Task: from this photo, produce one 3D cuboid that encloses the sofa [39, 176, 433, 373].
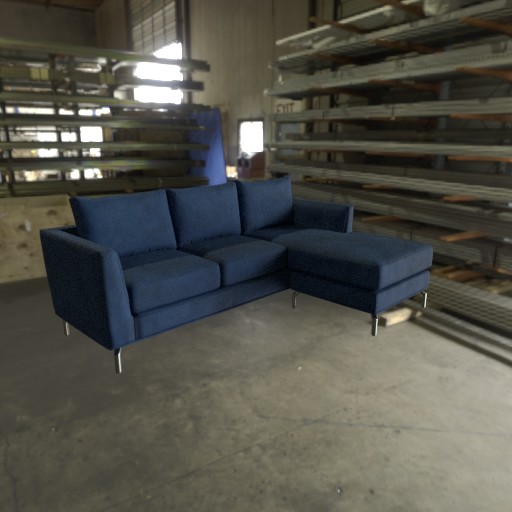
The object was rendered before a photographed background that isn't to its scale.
[{"bbox_3d":[0.000,0.000,3.253,2.438,0.987,1.622,-14,20,-43],"label":"sofa"}]
